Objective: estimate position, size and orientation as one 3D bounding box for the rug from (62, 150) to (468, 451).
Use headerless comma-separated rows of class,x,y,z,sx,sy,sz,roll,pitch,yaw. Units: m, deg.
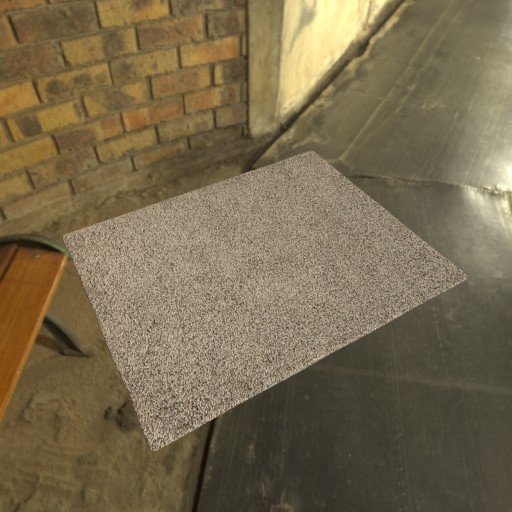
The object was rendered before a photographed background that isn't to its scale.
rug,0.000,0.000,4.208,3.047,0.029,2.438,-23,50,-21
